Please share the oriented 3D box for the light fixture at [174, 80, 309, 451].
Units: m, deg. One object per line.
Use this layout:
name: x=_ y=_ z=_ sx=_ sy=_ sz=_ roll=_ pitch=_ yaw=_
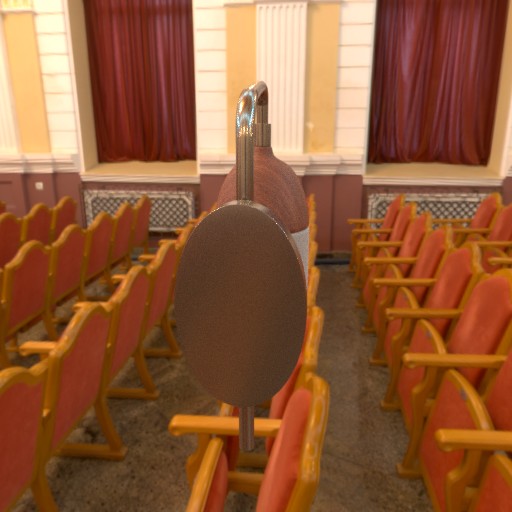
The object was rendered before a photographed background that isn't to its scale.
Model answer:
light fixture: x=0.000 y=0.000 z=0.454 sx=0.108 sy=0.343 sz=0.216 roll=2 pitch=16 yaw=7
